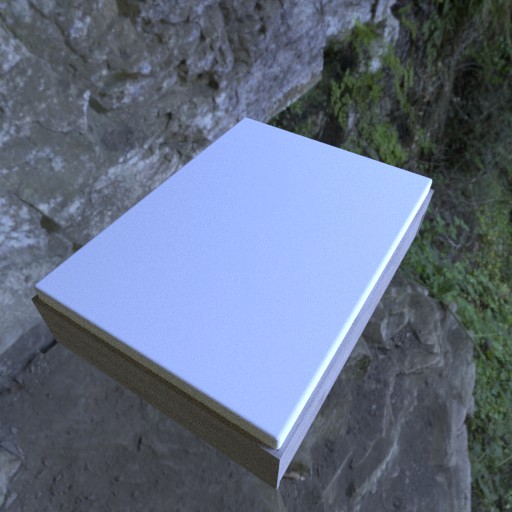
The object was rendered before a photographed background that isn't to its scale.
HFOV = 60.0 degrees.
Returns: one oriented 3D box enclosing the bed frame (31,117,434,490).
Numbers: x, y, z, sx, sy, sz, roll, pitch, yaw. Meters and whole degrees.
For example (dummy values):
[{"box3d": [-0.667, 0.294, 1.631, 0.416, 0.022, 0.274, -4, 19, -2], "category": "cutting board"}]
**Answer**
[{"box3d": [0.000, 0.000, 2.633, 1.448, 0.490, 1.944, 25, 52, 21], "category": "bed frame"}]
